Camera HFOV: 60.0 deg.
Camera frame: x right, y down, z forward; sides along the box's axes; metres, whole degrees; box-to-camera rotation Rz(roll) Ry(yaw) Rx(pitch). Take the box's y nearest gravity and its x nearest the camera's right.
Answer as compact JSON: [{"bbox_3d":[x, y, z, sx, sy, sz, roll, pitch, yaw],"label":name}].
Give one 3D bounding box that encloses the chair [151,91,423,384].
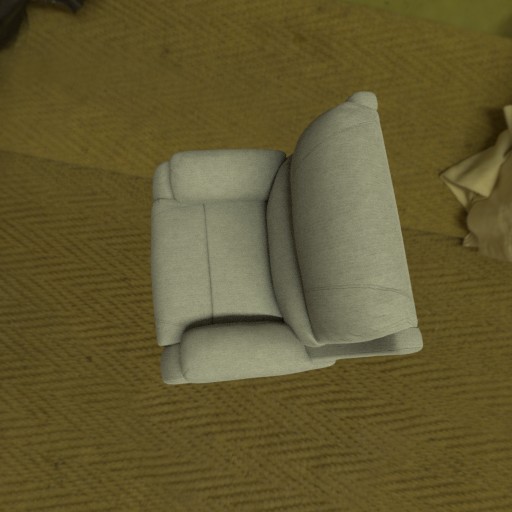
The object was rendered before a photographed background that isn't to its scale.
[{"bbox_3d":[0.000,0.000,1.762,0.899,1.011,0.930,-6,76,-1],"label":"chair"}]
